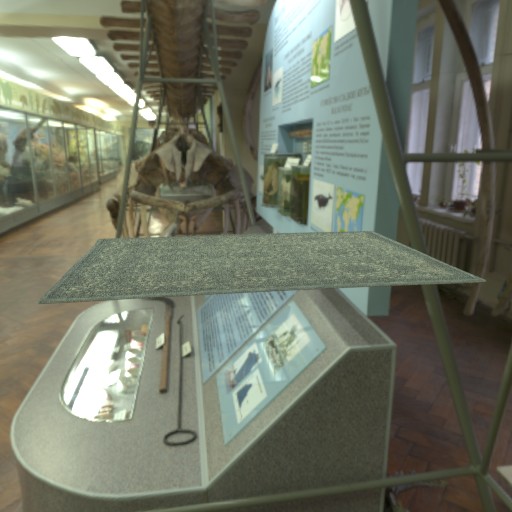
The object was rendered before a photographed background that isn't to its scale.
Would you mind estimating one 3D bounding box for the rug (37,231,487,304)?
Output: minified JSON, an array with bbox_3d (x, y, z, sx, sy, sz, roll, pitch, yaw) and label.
[{"bbox_3d":[0.000,0.000,2.355,1.830,0.016,1.224,-2,14,-9],"label":"rug"}]
